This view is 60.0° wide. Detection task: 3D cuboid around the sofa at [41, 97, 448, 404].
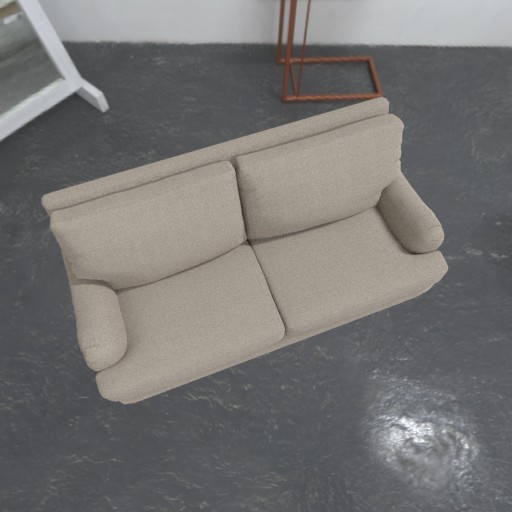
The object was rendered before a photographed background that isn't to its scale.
[{"bbox_3d":[0.000,0.000,2.729,2.160,1.054,1.087,-19,65,-9],"label":"sofa"}]
